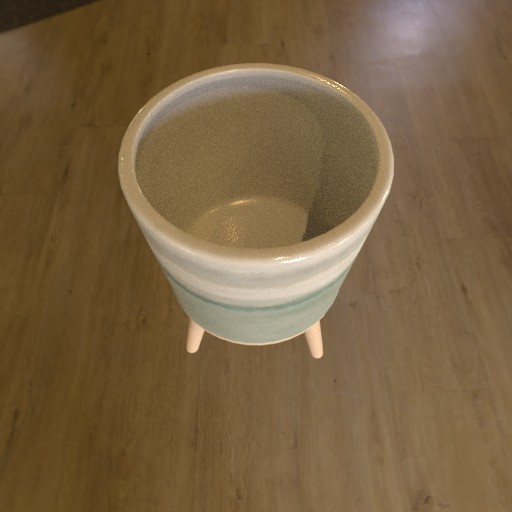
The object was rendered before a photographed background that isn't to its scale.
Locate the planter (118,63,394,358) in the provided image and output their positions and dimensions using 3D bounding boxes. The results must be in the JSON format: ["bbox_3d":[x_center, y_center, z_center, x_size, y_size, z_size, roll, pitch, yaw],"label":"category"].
[{"bbox_3d":[0.000,0.000,0.598,0.265,0.404,0.265,13,59,8],"label":"planter"}]
